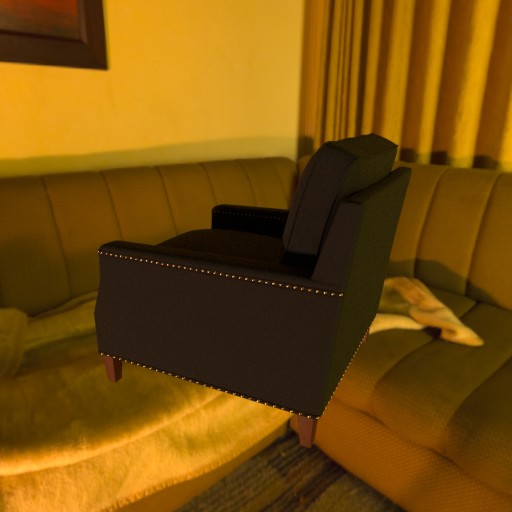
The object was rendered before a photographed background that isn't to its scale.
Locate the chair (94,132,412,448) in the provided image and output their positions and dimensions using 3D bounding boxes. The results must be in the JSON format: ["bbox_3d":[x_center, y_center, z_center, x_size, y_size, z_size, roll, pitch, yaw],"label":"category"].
[{"bbox_3d":[0.000,0.000,1.770,1.014,0.943,0.853,9,20,25],"label":"chair"}]
